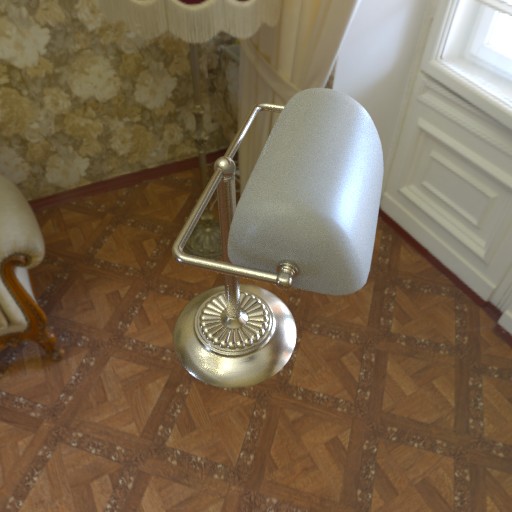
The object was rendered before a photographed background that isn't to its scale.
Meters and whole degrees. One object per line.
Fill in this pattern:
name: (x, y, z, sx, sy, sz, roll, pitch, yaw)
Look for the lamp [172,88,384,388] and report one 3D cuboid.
lamp: (0.000, 0.000, 0.515, 0.243, 0.339, 0.264, 12, 48, 11)
